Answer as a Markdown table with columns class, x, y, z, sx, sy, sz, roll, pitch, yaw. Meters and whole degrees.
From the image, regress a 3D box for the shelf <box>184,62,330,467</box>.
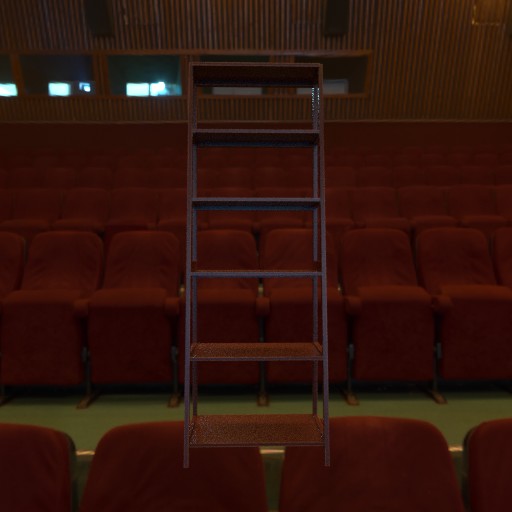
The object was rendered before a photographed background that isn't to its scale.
| class | x | y | z | sx | sy | sz | roll | pitch | yaw |
| --- | --- | --- | --- | --- | --- | --- | --- | --- | --- |
| shelf | 0.000 | 0.000 | 2.179 | 0.660 | 1.892 | 0.381 | 0 | 0 | -1 |
